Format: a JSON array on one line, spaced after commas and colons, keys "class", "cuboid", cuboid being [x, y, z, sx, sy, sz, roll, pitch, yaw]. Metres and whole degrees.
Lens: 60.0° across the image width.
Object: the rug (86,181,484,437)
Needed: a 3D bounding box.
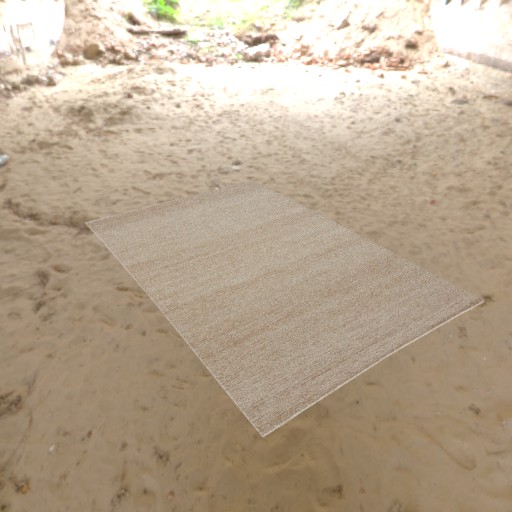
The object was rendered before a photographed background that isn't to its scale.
[{"class": "rug", "cuboid": [0.000, 0.000, 2.969, 1.574, 0.029, 2.346, -19, 35, -30]}]
